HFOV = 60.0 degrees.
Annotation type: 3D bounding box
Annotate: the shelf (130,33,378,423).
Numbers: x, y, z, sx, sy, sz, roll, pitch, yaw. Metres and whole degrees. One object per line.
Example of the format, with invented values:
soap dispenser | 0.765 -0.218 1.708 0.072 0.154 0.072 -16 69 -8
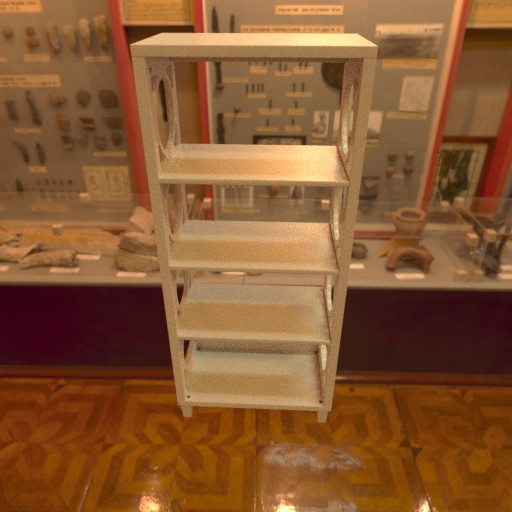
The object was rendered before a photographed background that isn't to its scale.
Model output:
shelf | 0.000 0.000 1.595 0.611 1.411 0.340 1 31 2
